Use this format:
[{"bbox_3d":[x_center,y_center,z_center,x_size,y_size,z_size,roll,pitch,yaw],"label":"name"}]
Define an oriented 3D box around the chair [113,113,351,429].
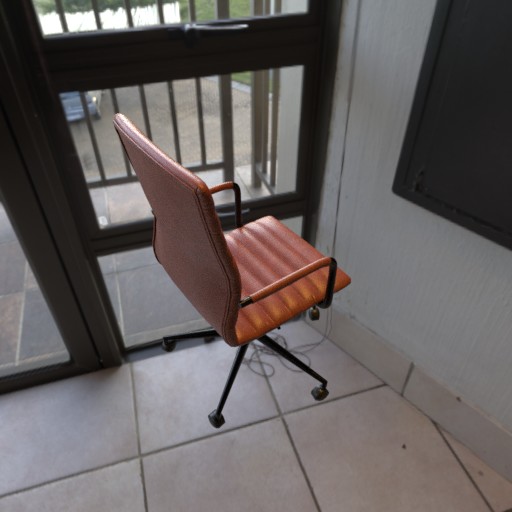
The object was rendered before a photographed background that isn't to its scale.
[{"bbox_3d":[0.000,0.000,1.309,0.578,0.878,0.600,-25,47,-26],"label":"chair"}]
